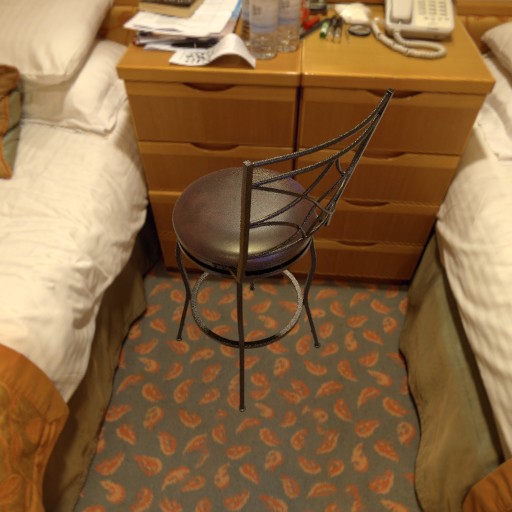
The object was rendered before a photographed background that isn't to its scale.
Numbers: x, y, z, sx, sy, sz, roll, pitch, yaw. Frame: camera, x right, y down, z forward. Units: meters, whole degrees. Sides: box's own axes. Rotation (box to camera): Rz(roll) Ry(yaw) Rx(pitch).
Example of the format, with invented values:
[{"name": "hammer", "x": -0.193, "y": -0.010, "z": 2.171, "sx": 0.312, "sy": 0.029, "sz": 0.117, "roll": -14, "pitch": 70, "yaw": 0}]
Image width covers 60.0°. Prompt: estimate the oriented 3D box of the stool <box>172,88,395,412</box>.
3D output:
[{"name": "stool", "x": 0.000, "y": 0.000, "z": 1.402, "sx": 0.434, "sy": 1.117, "sz": 0.534, "roll": -33, "pitch": 55, "yaw": -27}]
